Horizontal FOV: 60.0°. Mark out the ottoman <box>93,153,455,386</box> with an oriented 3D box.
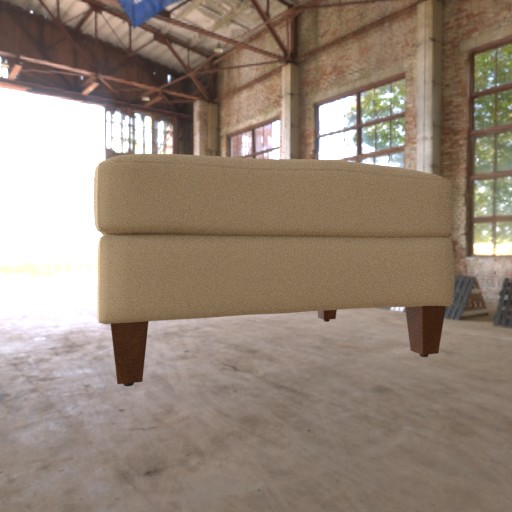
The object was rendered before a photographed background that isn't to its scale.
[{"bbox_3d":[0.000,0.000,1.210,0.818,0.485,0.634,-1,2,-18],"label":"ottoman"}]
